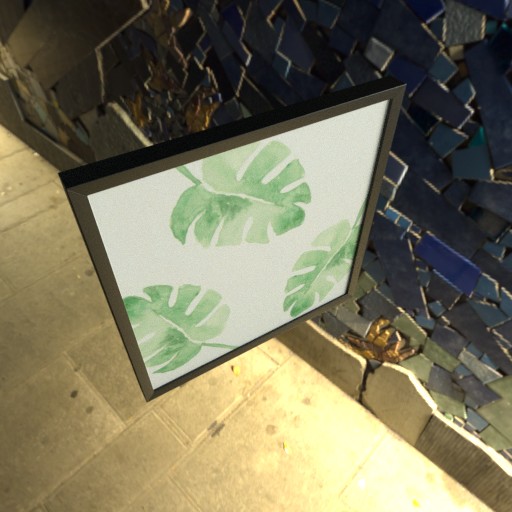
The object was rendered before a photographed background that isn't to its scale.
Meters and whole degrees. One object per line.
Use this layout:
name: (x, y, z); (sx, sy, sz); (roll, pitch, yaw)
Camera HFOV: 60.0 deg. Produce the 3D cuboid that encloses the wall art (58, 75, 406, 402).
wall art: (0.000, 0.000, 0.768); (0.508, 0.508, 0.036); (-23, 50, -21)
